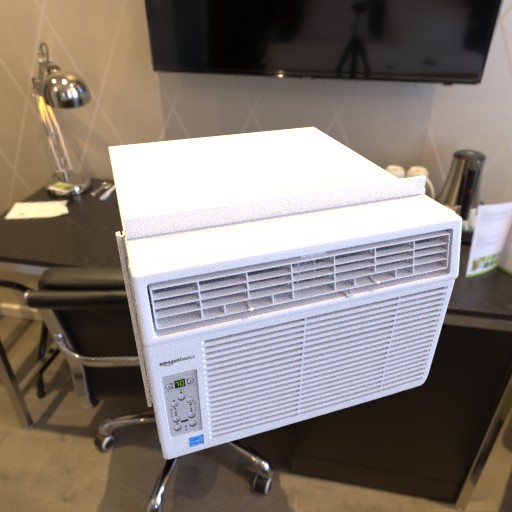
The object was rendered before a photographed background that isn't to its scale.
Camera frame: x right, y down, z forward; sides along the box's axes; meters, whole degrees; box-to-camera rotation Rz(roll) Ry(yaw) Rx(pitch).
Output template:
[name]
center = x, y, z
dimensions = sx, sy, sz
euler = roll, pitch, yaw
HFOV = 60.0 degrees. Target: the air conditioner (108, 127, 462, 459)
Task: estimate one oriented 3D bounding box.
[air conditioner]
center = 0.000, 0.000, 0.878
dimensions = 0.503, 0.388, 0.546
euler = -10, 33, -16
